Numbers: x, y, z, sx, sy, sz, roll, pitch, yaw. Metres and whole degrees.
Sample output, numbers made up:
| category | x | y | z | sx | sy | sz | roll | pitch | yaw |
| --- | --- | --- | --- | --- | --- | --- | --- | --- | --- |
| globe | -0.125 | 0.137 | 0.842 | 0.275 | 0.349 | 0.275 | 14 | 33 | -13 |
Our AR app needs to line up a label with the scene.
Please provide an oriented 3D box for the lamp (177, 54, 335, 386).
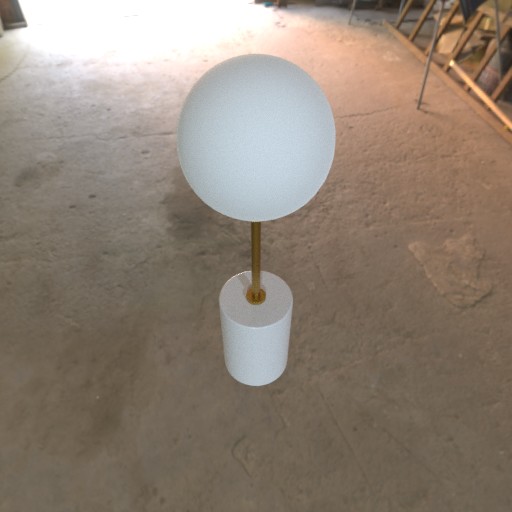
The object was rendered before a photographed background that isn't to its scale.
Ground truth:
| category | x | y | z | sx | sy | sz | roll | pitch | yaw |
| --- | --- | --- | --- | --- | --- | --- | --- | --- | --- |
| lamp | 0.000 | 0.000 | 0.550 | 0.153 | 0.480 | 0.153 | 0 | 46 | 0 |
